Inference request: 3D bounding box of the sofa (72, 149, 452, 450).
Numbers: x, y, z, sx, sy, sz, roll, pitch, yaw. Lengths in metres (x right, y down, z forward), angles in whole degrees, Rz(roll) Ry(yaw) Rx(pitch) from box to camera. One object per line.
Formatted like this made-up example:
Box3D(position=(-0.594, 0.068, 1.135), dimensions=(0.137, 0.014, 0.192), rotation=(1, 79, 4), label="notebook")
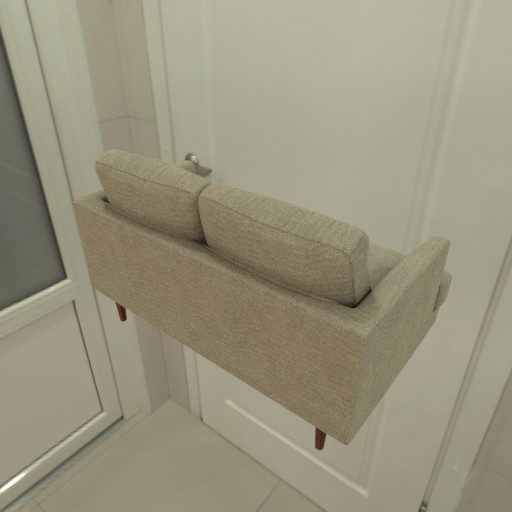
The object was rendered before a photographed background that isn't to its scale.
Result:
Box3D(position=(0.000, 0.000, 2.112), dimensions=(1.582, 0.944, 0.903), rotation=(23, 38, 32), label="sofa")
